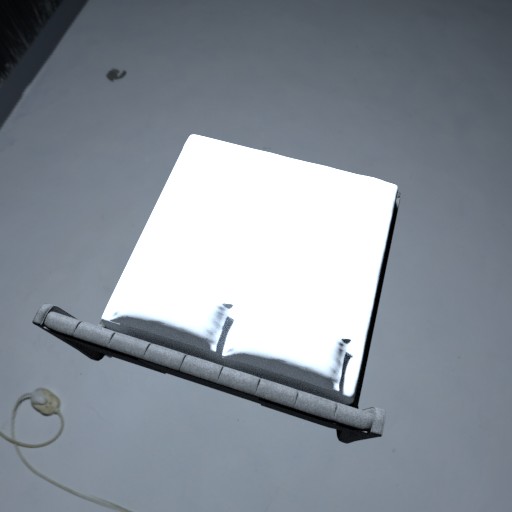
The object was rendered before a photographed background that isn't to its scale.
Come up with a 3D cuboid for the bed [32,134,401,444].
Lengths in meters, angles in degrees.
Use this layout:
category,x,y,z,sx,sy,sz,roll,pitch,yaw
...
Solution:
category,x,y,z,sx,sy,sz,roll,pitch,yaw
bed,0.000,0.000,2.566,1.531,0.933,1.638,16,65,7
